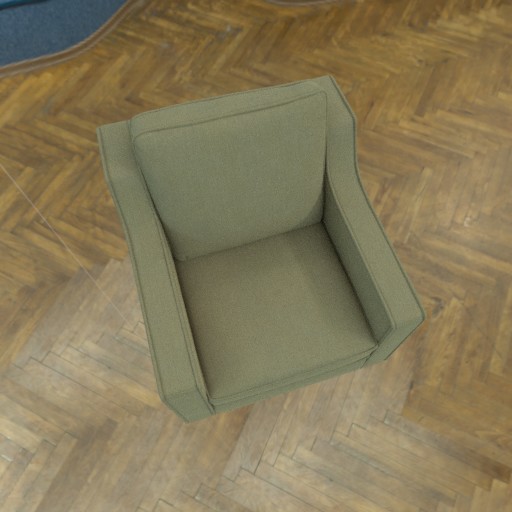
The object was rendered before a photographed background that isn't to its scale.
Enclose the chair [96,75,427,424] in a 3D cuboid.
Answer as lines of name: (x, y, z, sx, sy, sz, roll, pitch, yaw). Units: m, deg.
chair: (0.000, 0.000, 1.623, 0.831, 0.960, 0.909, -15, 64, -8)
